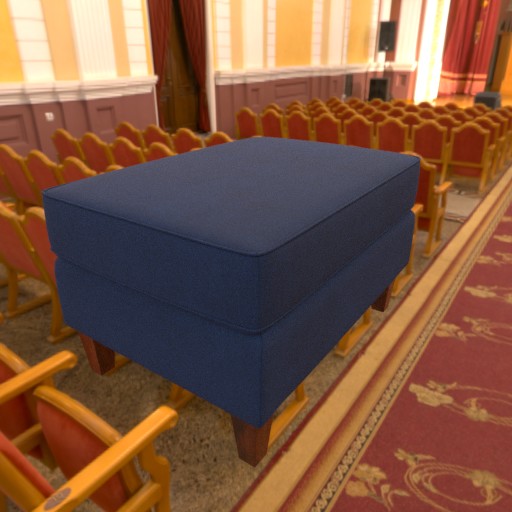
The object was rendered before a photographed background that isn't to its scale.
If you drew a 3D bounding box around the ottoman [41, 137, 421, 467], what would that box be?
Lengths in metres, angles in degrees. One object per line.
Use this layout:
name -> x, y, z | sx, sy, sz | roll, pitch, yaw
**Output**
ottoman -> 0.000, 0.000, 1.361 | 0.686, 0.584, 0.965 | 16, 29, 31
